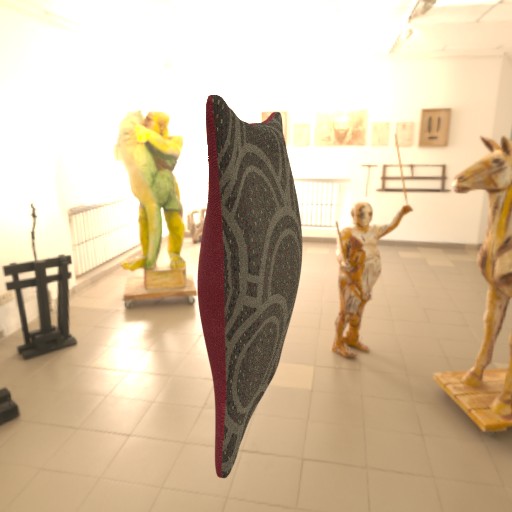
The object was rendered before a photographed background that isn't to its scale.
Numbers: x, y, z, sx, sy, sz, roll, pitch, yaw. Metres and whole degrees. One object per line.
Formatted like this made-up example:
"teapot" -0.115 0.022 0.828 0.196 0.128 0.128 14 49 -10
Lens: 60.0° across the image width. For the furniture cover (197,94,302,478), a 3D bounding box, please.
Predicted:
"furniture cover" 0.000 0.000 0.794 0.163 0.513 0.514 3 16 10
